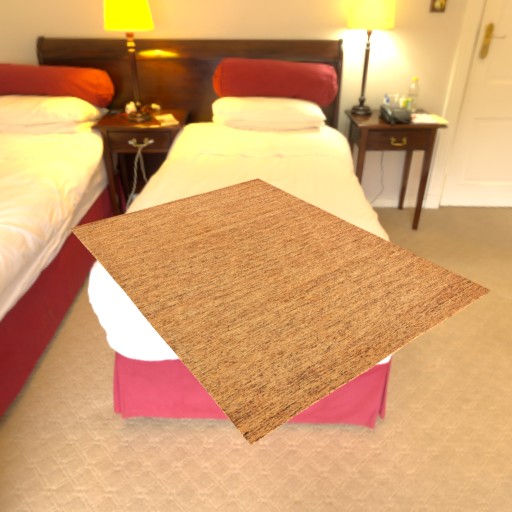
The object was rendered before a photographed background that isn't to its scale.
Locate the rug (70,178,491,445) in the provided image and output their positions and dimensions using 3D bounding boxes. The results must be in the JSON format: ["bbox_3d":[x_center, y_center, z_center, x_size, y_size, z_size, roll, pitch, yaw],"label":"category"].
[{"bbox_3d":[0.000,0.000,4.127,2.438,0.012,3.200,-21,36,-31],"label":"rug"}]
